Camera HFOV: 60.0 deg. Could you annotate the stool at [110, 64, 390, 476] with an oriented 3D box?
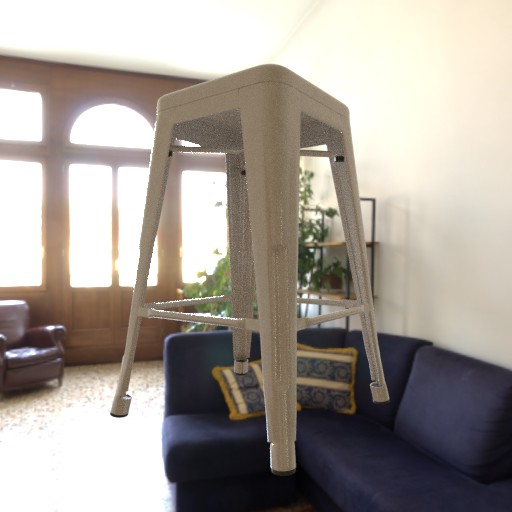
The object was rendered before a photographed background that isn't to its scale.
[{"bbox_3d":[0.000,0.000,0.883,0.406,0.610,0.406,0,0,37],"label":"stool"}]
